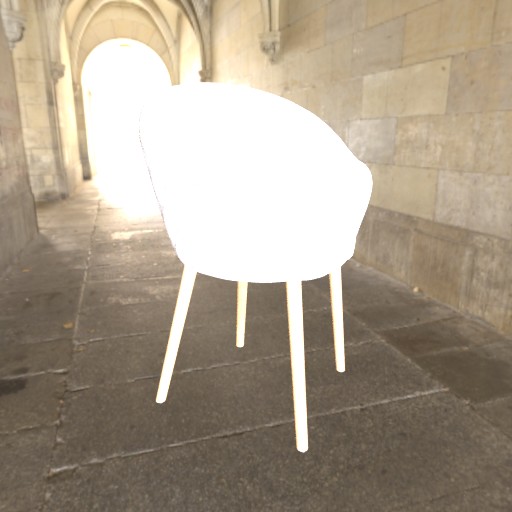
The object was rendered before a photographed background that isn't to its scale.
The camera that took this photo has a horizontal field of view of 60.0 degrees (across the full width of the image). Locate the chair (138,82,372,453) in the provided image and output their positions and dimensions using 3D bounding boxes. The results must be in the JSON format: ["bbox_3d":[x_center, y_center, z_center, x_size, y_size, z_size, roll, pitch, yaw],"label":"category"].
[{"bbox_3d":[0.000,0.000,1.163,0.540,0.800,0.530,8,17,27],"label":"chair"}]
